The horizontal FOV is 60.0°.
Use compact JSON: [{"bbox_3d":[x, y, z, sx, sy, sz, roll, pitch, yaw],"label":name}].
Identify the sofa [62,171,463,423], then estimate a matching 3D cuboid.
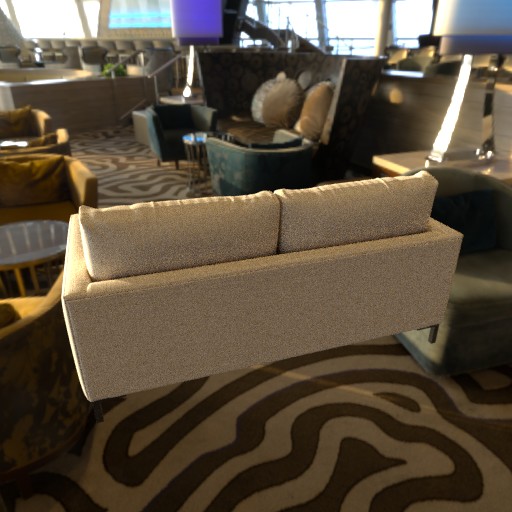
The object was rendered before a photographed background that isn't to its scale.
[{"bbox_3d":[0.000,0.000,2.104,1.651,0.812,0.839,-8,27,-17],"label":"sofa"}]
